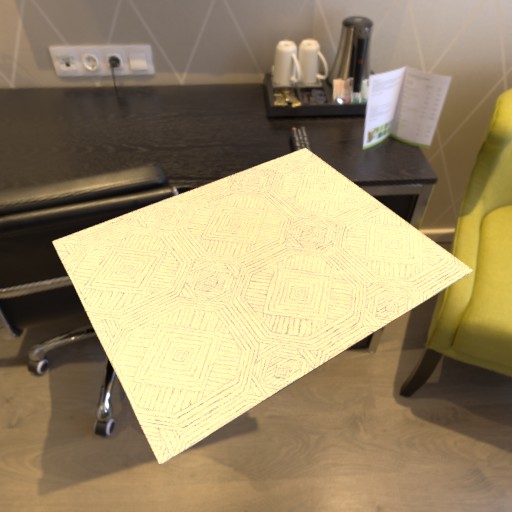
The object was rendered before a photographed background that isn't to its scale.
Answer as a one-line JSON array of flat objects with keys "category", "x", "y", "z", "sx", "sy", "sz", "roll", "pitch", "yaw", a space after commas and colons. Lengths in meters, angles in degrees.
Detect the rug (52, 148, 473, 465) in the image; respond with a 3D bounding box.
[{"category": "rug", "x": 0.000, "y": 0.000, "z": 4.098, "sx": 3.049, "sy": 0.015, "sz": 2.457, "roll": -25, "pitch": 50, "yaw": -23}]
